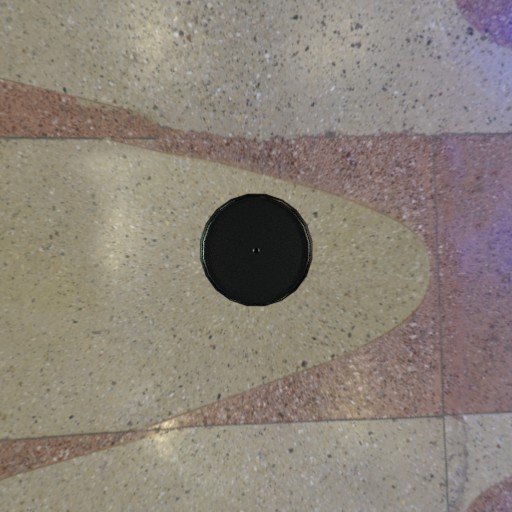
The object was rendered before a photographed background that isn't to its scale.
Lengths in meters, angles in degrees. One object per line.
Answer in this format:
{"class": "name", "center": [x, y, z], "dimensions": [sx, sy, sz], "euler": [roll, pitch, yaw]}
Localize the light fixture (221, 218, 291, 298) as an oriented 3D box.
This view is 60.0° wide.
{"class": "light fixture", "center": [0.000, 0.000, 2.027], "dimensions": [0.431, 1.764, 0.487], "euler": [0, 89, 0]}
